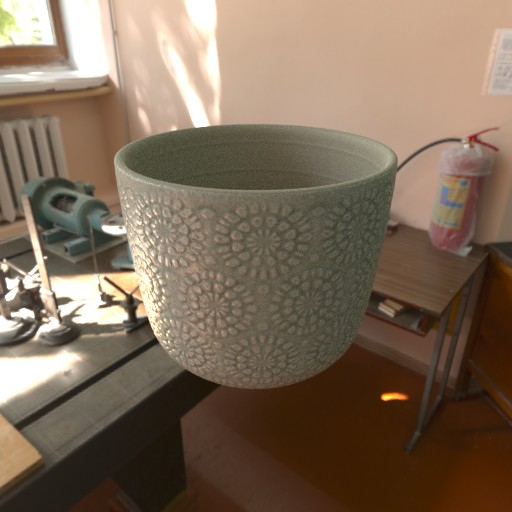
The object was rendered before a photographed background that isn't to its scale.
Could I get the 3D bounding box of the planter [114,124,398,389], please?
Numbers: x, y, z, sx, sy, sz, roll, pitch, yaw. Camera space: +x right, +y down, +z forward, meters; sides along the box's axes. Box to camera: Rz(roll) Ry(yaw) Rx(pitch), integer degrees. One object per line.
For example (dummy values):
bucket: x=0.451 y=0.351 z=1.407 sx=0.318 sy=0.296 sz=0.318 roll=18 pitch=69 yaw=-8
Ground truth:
planter: x=0.000 y=0.000 z=0.225 sx=0.124 sy=0.109 sz=0.124 roll=0 pitch=27 yaw=0
